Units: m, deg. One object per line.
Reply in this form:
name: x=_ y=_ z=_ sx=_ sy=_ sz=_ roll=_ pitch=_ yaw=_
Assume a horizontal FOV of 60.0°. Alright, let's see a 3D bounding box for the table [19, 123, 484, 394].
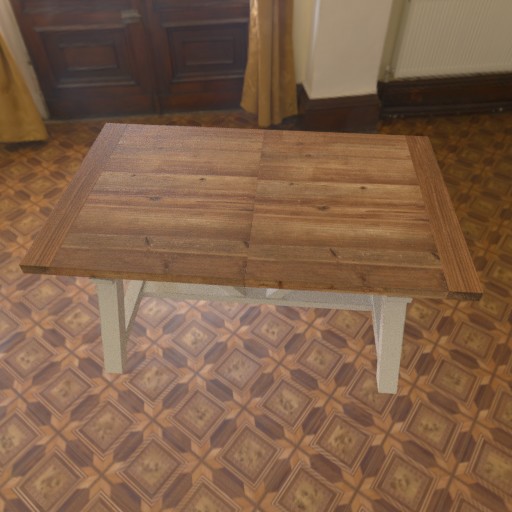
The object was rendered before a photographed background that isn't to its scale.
table: x=0.000 y=0.000 z=2.013 sx=1.503 sy=0.743 sz=0.922 roll=3 pitch=46 yaw=3
